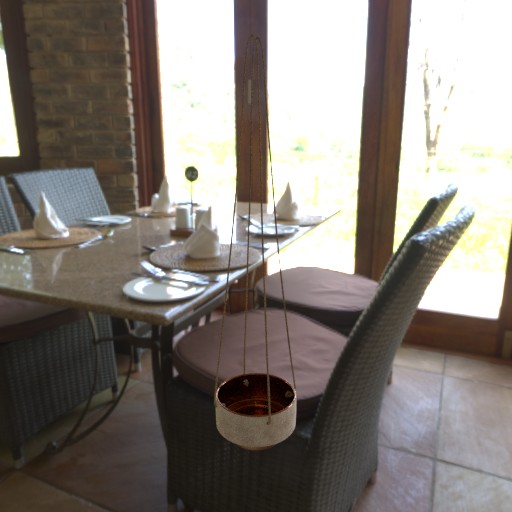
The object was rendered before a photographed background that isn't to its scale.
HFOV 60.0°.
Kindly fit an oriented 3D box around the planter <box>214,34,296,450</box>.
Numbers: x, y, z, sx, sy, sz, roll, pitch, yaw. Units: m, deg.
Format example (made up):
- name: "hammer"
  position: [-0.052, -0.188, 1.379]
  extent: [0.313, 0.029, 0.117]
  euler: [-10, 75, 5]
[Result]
- name: "planter"
  position: [0.000, 0.000, 1.131]
  extent: [0.223, 1.030, 0.223]
  euler: [7, 16, 27]
